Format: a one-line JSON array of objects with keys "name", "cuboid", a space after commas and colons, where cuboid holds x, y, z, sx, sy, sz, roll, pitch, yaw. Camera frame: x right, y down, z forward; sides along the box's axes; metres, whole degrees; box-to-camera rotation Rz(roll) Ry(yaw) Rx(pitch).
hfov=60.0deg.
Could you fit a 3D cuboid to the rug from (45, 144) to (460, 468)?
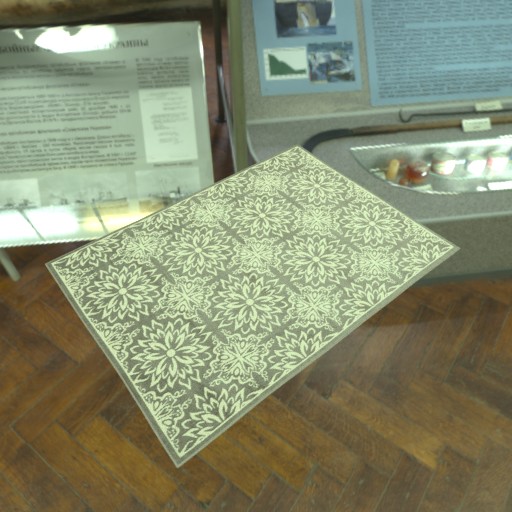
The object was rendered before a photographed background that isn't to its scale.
[{"name": "rug", "cuboid": [0.000, 0.000, 2.912, 2.213, 0.014, 1.608, -30, 54, -25]}]
